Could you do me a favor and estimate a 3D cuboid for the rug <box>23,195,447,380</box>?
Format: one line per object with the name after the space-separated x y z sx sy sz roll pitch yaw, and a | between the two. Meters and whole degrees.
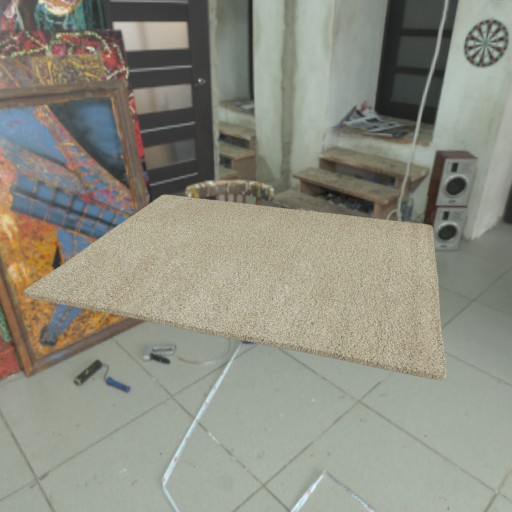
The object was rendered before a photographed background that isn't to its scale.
0.000 0.000 2.074 1.600 0.025 1.199 8 29 15 | rug
